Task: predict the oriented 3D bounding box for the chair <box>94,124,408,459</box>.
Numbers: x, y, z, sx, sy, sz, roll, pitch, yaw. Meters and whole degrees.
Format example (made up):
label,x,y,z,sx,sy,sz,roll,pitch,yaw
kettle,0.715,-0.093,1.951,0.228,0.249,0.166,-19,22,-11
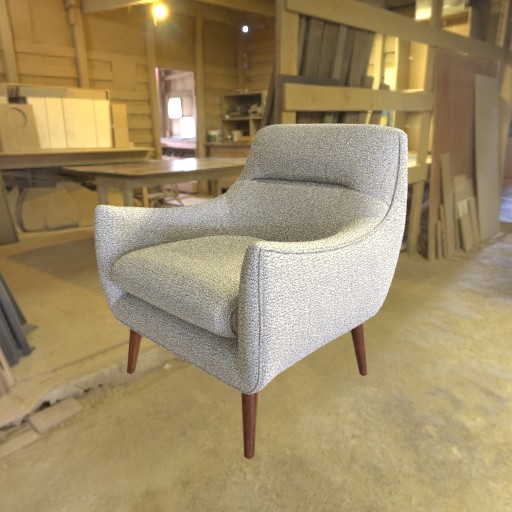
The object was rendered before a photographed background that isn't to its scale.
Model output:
label,x,y,z,sx,sy,sz,roll,pitch,yaw
chair,0.000,0.000,1.463,0.762,0.838,0.787,15,22,42
